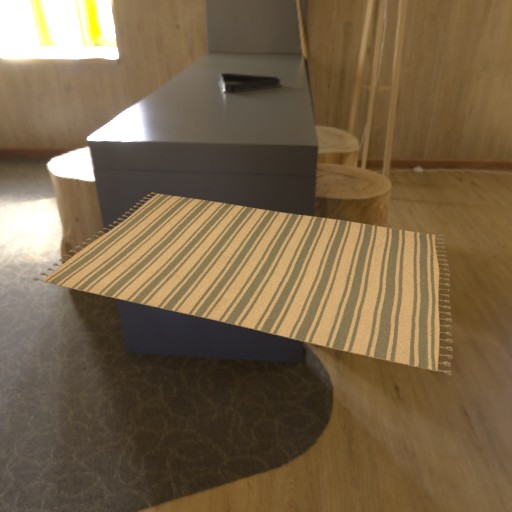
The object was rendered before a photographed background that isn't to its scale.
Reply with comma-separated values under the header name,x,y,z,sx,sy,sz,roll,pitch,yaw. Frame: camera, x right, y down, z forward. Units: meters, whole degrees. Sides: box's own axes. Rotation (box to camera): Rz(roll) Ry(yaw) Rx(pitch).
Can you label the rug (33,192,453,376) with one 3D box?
name,x,y,z,sx,sy,sz,roll,pitch,yaw
rug,0.000,0.000,2.531,2.084,0.009,1.222,10,33,16
